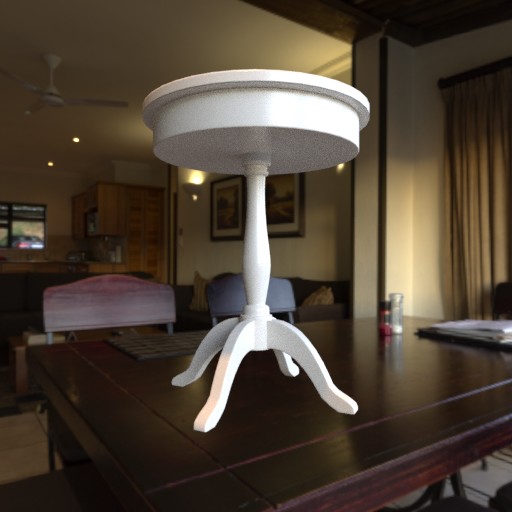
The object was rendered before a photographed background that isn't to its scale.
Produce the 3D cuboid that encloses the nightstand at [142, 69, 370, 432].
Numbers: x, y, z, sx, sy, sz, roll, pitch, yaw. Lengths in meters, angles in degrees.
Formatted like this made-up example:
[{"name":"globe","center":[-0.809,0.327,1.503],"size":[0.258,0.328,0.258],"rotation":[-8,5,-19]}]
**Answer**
[{"name":"nightstand","center":[0.000,0.000,1.030],"size":[0.513,0.653,0.513],"rotation":[0,0,36]}]
